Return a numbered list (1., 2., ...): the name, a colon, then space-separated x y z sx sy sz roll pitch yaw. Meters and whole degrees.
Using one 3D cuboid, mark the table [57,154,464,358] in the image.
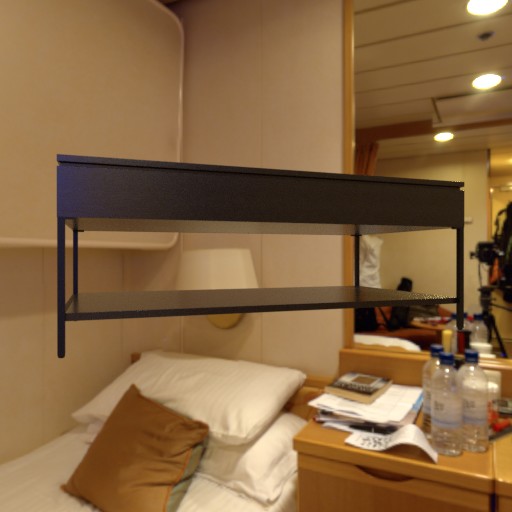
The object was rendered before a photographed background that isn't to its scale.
1. table: 0.000 0.000 1.390 1.095 0.435 0.574 0 0 -19
